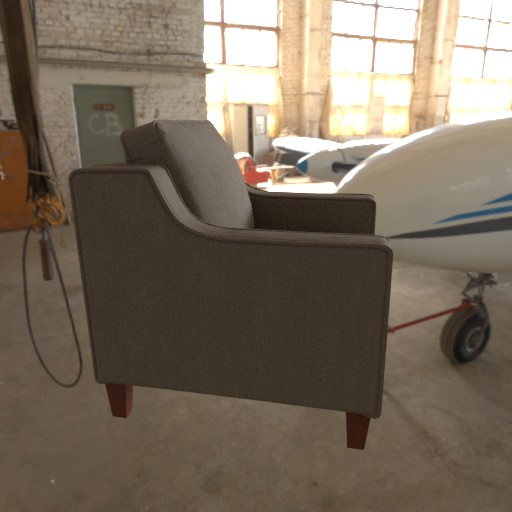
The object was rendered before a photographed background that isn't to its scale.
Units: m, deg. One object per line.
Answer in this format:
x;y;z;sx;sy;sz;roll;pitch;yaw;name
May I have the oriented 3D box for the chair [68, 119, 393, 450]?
0.000;0.000;1.631;0.909;0.960;0.831;3;17;11;chair
